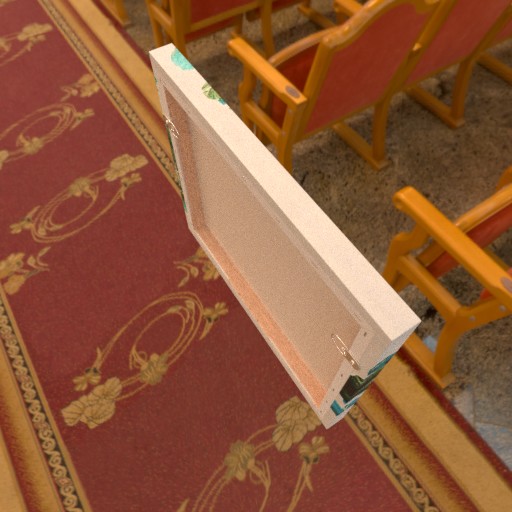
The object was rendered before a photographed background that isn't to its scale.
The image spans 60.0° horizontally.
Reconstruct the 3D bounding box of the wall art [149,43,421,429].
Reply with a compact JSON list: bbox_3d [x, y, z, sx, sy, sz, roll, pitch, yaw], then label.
[{"bbox_3d":[0.000,0.000,0.703,0.041,0.435,0.507,-29,63,-16],"label":"wall art"}]
